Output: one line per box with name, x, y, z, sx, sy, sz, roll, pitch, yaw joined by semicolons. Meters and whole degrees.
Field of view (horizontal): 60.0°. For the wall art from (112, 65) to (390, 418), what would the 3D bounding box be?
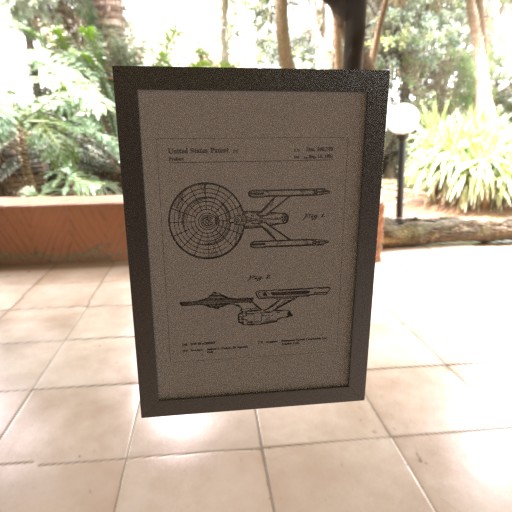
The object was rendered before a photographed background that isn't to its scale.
wall art;0.000;0.000;0.674;0.376;0.529;0.013;-2;16;-7
